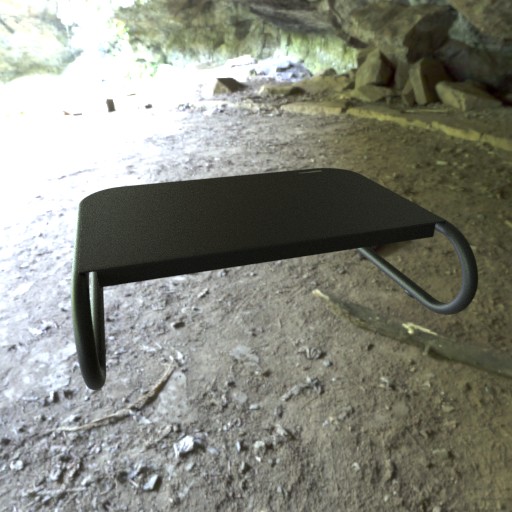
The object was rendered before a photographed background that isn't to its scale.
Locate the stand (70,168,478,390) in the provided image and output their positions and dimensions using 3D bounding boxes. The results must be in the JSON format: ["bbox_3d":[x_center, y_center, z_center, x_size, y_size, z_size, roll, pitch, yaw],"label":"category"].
[{"bbox_3d":[0.000,0.000,0.501,0.370,0.108,0.280,-8,28,-16],"label":"stand"}]
